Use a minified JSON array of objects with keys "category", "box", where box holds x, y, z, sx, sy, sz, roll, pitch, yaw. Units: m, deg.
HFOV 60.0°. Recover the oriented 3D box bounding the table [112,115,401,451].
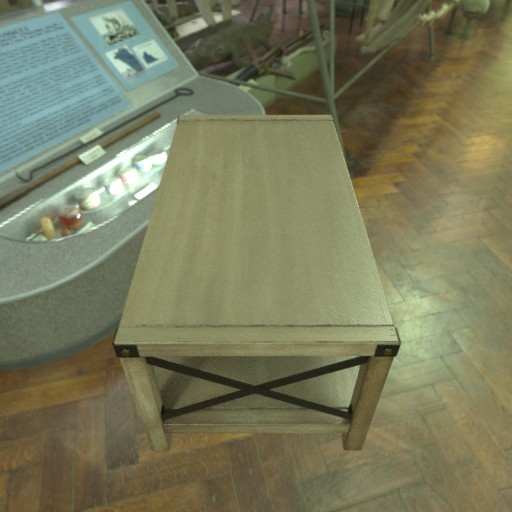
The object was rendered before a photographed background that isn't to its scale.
[{"category":"table","box":[0.000,0.000,1.357,0.559,0.456,1.016,0,42,0]}]
